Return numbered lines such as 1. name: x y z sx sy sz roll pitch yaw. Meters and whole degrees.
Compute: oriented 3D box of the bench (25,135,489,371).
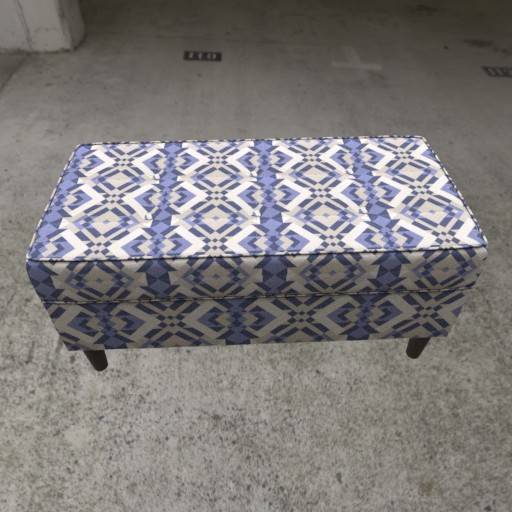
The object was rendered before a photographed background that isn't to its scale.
1. bench: 0.000 0.000 1.260 1.016 0.477 0.492 -2 45 -2
